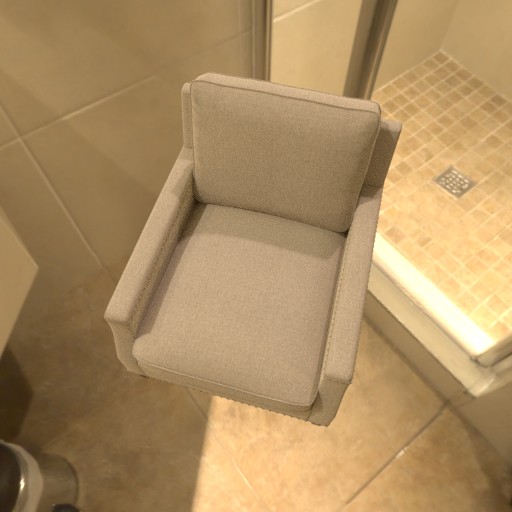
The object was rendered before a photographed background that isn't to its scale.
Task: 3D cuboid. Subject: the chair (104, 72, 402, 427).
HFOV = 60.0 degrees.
[{"bbox_3d":[0.000,0.000,1.715,0.853,0.943,1.014,13,61,8],"label":"chair"}]
